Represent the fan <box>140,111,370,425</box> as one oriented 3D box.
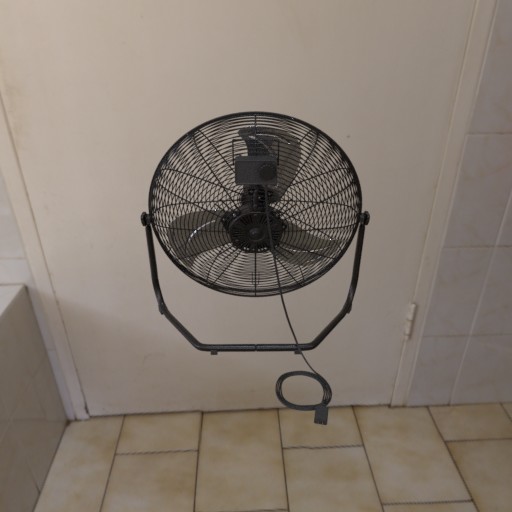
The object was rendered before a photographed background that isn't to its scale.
[{"bbox_3d":[0.000,0.000,0.922,0.555,0.546,0.424,0,30,0],"label":"fan"}]
